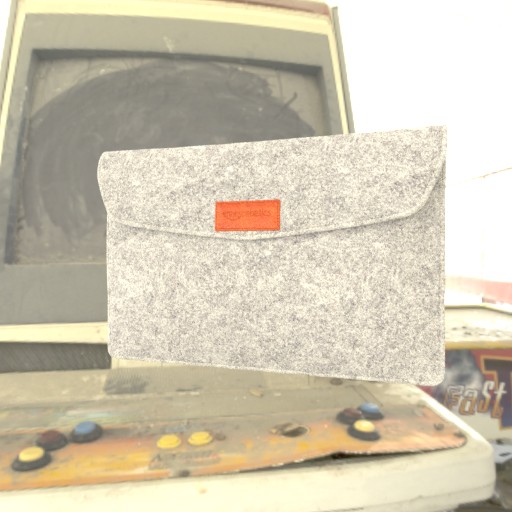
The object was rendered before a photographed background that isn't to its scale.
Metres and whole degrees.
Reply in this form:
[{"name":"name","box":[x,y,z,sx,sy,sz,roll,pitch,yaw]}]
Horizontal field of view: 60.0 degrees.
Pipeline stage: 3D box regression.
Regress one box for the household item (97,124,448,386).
[{"name":"household item","box":[0.000,0.000,0.424,0.335,0.221,0.057,0,1,18]}]
